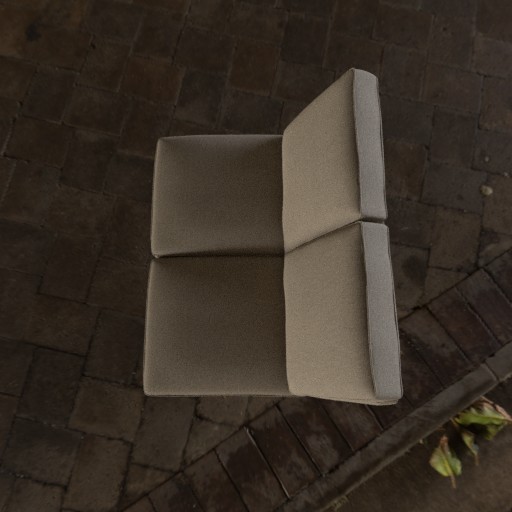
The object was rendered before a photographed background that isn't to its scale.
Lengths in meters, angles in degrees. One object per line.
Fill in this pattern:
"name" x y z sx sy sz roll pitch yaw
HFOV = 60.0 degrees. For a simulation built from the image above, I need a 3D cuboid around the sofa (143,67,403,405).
"sofa" 0.000 0.000 1.990 0.978 1.006 1.232 0 76 0
